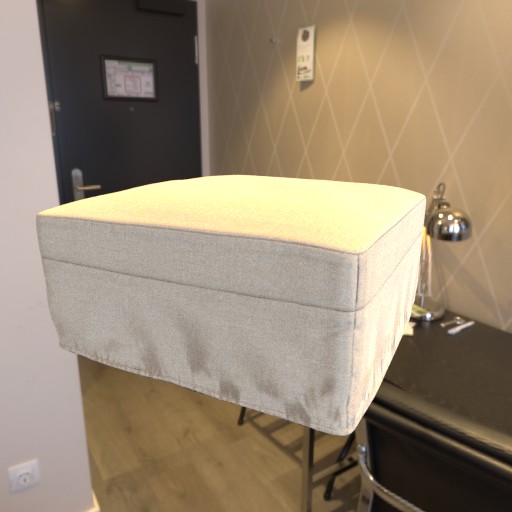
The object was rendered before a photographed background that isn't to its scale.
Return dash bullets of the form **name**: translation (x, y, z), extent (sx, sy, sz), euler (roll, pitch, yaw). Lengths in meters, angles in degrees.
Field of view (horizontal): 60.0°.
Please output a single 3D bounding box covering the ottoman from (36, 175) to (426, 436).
- **ottoman**: translation (0.000, 0.000, 1.305), extent (0.840, 0.436, 0.843), euler (8, 17, 26)
